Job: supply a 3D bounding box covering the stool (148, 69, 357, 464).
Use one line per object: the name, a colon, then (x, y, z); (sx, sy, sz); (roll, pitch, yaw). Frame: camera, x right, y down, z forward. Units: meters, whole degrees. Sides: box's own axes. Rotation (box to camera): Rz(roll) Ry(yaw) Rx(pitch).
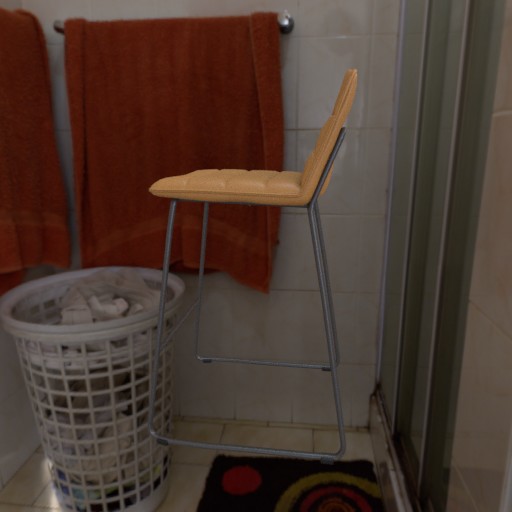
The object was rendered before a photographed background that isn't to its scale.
stool: (0.000, 0.000, 1.257); (0.524, 0.936, 0.489); (2, 15, 8)
